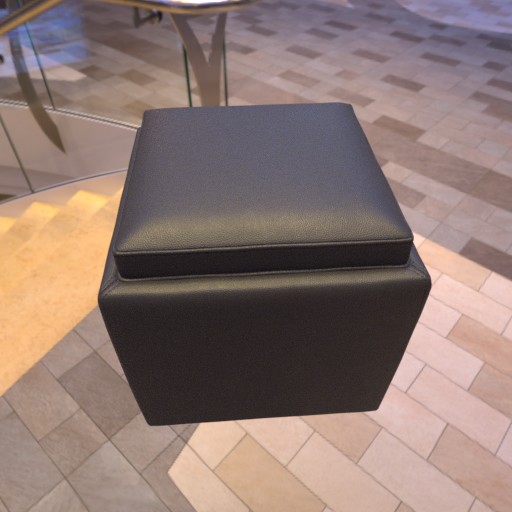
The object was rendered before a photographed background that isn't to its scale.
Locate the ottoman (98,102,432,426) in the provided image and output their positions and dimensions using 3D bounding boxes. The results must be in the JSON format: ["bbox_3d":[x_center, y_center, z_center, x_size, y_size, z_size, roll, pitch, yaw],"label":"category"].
[{"bbox_3d":[0.000,0.000,0.828,0.451,0.460,0.450,-3,45,-3],"label":"ottoman"}]
